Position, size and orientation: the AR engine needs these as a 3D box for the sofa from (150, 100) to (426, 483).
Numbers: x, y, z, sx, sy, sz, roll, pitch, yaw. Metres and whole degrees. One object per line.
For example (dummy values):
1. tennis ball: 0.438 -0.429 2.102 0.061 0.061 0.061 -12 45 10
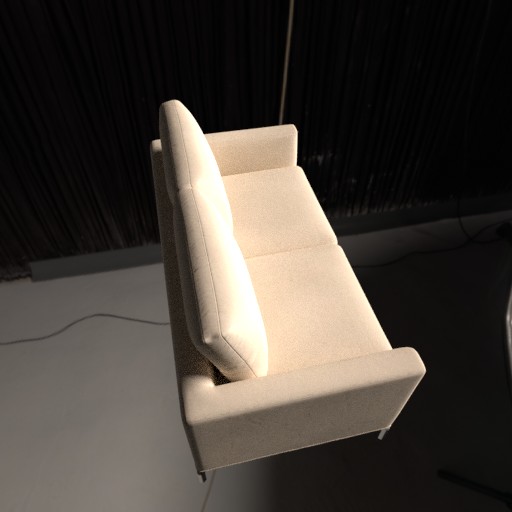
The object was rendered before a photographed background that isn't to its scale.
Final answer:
1. sofa: 0.000 0.000 2.246 0.906 0.995 1.739 -9 48 -9
